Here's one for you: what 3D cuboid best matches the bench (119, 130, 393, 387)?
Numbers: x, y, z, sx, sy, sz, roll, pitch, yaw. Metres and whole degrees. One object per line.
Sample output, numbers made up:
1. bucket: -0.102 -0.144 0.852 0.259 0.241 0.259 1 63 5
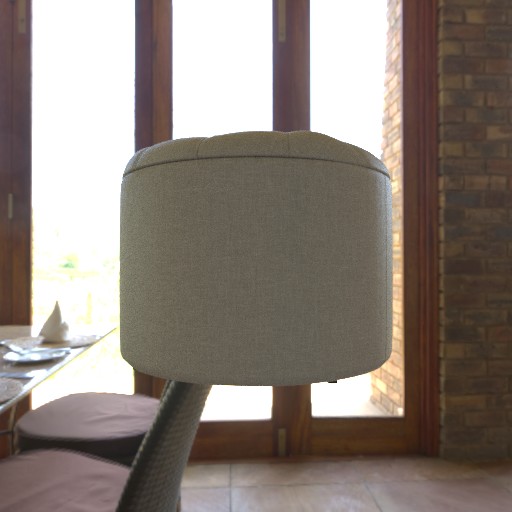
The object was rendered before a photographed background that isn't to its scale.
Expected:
1. bench: 0.000 0.000 1.018 0.600 0.453 0.600 0 -1 0
